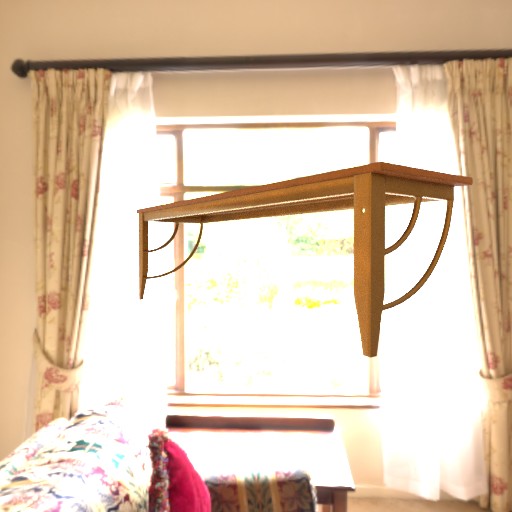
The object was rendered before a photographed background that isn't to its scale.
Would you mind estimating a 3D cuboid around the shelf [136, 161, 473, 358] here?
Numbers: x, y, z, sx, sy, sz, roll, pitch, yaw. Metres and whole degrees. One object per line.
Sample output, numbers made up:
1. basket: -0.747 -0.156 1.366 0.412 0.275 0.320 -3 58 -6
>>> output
1. shelf: 0.000 0.000 0.729 0.166 0.190 0.636 -1 1 -36
